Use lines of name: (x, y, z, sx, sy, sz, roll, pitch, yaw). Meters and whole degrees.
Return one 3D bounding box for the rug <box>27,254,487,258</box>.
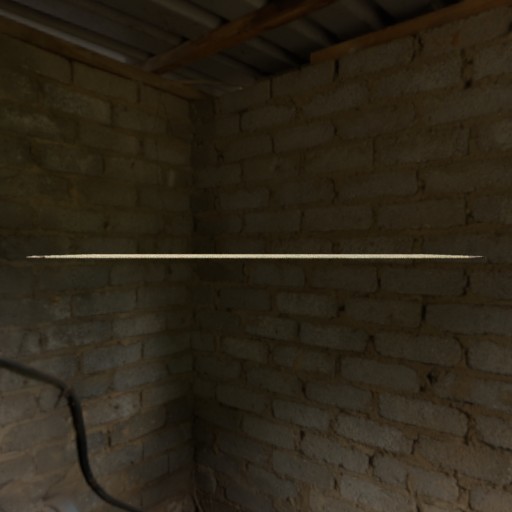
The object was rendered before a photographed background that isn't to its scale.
rug: (0.000, 0.000, 2.723, 2.440, 0.013, 0.769, 0, 1, 1)
